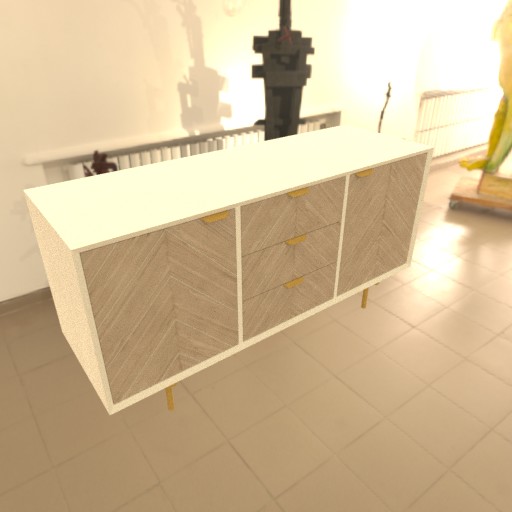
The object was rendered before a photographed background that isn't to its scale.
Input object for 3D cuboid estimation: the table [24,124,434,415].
[{"bbox_3d":[0.000,0.000,1.838,1.500,0.769,0.508,-20,35,-31],"label":"table"}]
